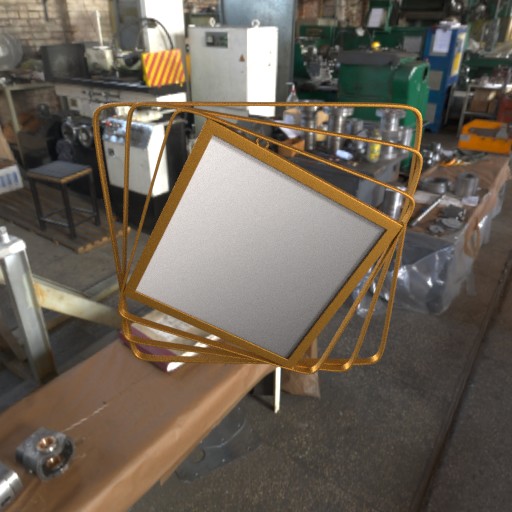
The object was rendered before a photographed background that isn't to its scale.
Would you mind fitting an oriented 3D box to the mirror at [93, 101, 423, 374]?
[{"bbox_3d":[0.000,0.000,0.708,0.470,0.468,0.045,1,28,1],"label":"mirror"}]
